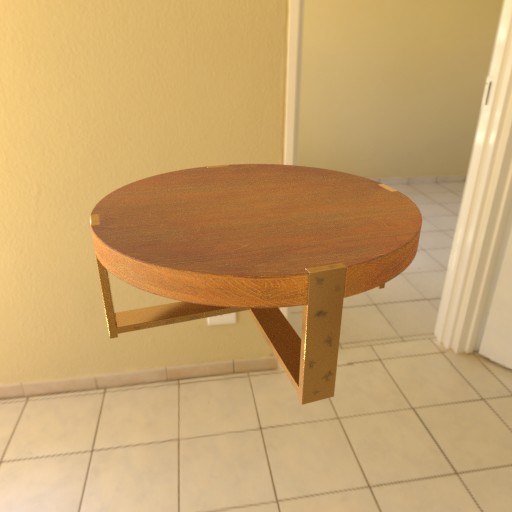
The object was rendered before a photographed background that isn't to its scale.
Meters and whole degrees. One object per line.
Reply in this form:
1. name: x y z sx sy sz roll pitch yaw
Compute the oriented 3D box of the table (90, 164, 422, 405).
1. table: 0.000 0.000 1.644 1.100 0.420 1.100 0 25 0
